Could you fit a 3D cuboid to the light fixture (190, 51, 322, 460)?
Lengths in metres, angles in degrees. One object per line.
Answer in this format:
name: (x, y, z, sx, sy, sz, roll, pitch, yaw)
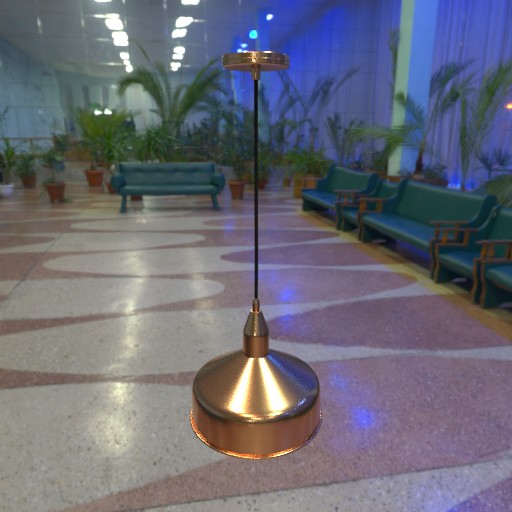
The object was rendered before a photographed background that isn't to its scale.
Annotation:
light fixture: (0.000, 0.000, 0.911, 0.301, 0.754, 0.301, -3, 17, -9)
